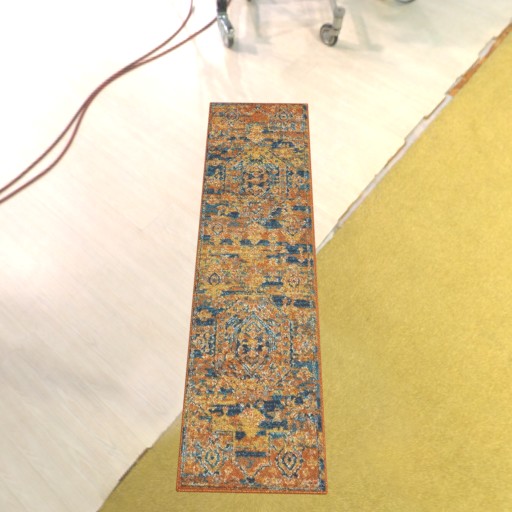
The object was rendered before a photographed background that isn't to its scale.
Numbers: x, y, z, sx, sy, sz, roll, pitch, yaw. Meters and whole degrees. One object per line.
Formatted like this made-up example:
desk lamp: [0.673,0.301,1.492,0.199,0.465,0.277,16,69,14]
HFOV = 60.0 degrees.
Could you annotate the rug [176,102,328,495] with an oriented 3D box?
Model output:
rug: [0.000,0.000,2.408,0.651,0.016,2.274,1,63,0]
